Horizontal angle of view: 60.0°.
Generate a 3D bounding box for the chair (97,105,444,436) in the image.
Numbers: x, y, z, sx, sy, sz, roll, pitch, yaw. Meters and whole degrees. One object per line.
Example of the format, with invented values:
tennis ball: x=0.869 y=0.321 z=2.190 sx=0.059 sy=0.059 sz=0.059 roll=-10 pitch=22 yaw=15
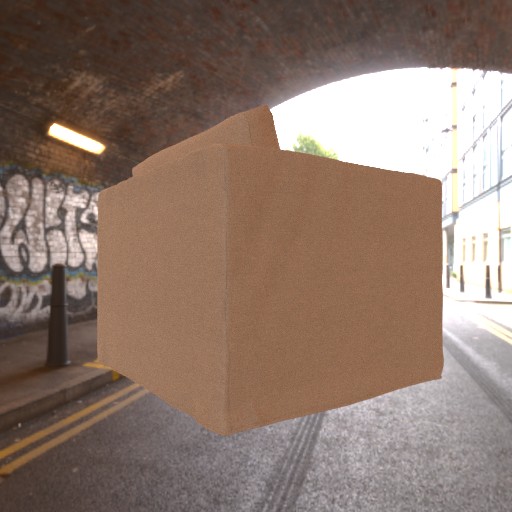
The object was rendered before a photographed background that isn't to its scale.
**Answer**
chair: x=0.000 y=0.000 z=1.723 sx=0.949 sy=0.867 sz=1.057 roll=0 pitch=-1 yaw=-36
